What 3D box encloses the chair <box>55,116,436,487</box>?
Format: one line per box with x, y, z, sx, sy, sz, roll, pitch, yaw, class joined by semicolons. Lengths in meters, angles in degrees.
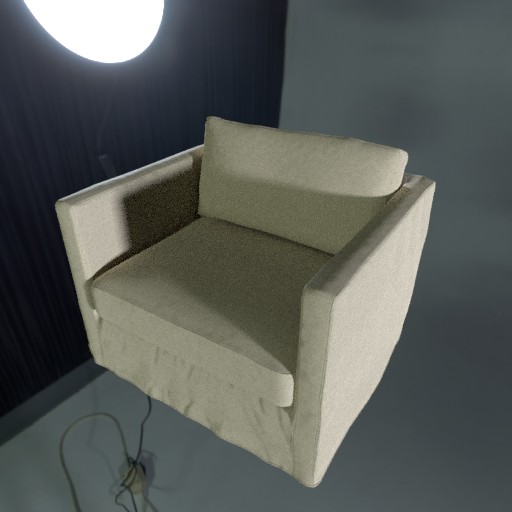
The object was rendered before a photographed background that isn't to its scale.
0.000;0.000;1.700;1.057;0.867;0.949;18;35;28;chair
